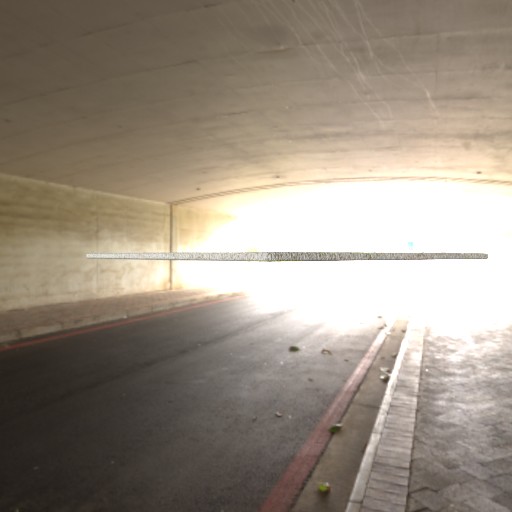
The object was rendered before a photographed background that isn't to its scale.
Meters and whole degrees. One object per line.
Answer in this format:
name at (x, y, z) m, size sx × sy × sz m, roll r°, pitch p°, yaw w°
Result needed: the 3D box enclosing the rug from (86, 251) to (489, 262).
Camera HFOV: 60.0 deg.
rug at (0.000, 0.000, 2.280) m, size 1.219 × 0.030 × 1.778 m, roll 0°, pitch 0°, yaw -36°
